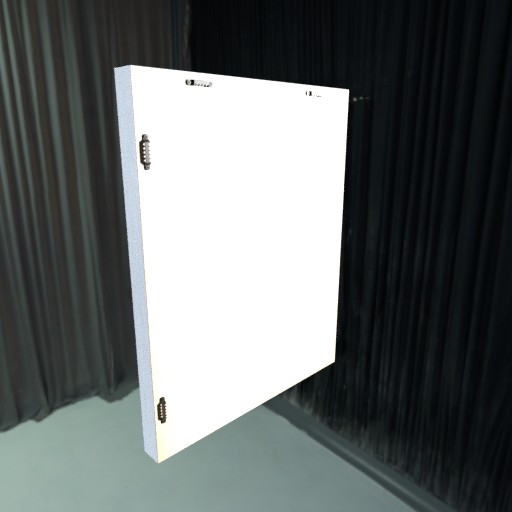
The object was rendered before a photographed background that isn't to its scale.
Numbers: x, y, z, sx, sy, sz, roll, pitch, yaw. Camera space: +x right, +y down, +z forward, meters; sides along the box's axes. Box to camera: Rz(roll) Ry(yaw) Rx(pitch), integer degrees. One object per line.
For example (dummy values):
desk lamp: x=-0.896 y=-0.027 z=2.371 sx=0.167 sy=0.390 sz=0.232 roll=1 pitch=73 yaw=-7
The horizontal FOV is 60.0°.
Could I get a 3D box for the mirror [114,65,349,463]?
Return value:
mirror: x=0.000 y=0.000 z=0.688 sx=0.406 sy=0.509 sz=0.041 roll=-15 pitch=21 yaw=-42
